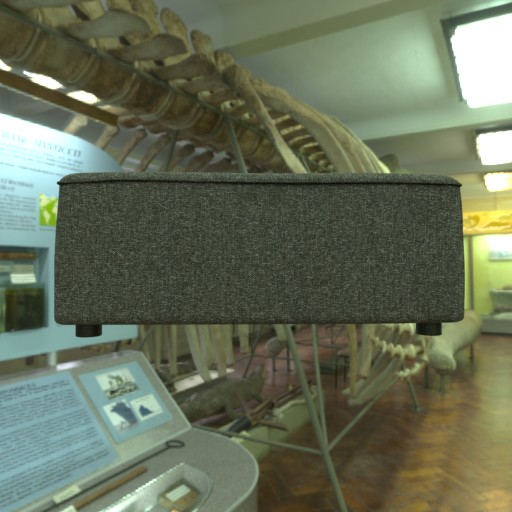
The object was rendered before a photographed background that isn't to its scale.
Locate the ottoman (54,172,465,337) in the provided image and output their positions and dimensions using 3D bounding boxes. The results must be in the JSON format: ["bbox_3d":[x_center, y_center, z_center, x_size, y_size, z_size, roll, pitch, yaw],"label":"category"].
[{"bbox_3d":[0.000,0.000,1.563,1.021,0.423,1.017,0,-1,-1],"label":"ottoman"}]
